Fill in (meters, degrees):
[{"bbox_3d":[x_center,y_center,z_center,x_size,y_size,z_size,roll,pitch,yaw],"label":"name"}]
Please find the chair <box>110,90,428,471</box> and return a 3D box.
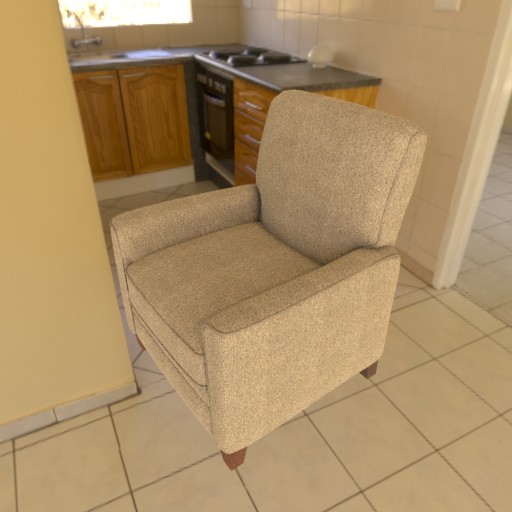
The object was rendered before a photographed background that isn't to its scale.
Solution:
[{"bbox_3d":[0.000,0.000,1.644,0.858,1.028,0.841,-21,38,-30],"label":"chair"}]
